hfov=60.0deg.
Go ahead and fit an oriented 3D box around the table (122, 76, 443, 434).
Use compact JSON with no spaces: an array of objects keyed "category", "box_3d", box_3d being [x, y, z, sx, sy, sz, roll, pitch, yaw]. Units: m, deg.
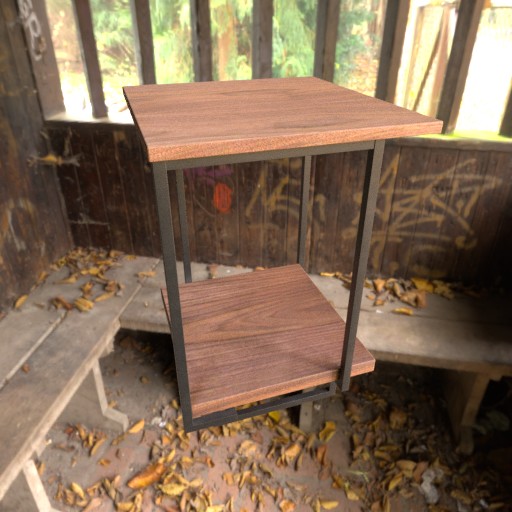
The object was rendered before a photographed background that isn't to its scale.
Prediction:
[{"category":"table","box_3d":[0.000,0.000,0.841,0.384,0.567,0.411,-9,31,-16]}]
